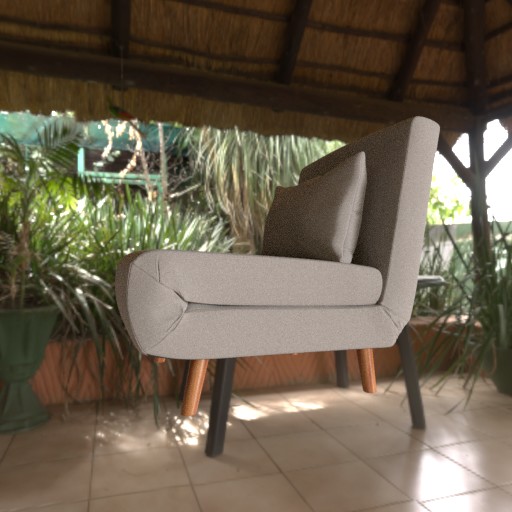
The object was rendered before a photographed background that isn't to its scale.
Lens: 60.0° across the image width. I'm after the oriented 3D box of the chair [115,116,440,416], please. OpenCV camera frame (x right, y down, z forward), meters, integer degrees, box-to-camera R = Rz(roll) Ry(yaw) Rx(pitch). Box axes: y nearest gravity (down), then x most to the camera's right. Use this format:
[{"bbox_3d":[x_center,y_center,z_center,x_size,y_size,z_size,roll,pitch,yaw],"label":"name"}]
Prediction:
[{"bbox_3d":[0.000,0.000,1.497,0.902,0.808,0.770,0,-1,-19],"label":"chair"}]
